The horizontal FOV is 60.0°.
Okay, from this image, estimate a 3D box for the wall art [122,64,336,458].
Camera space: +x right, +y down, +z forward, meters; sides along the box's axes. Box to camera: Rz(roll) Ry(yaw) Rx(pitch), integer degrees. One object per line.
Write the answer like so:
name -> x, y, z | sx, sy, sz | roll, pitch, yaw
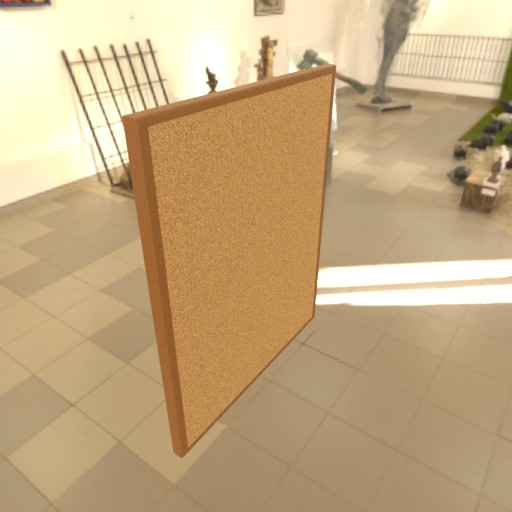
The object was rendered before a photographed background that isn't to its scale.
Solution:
wall art -> 0.000, 0.000, 0.515 | 0.015, 0.379, 0.310 | 20, 36, 30
